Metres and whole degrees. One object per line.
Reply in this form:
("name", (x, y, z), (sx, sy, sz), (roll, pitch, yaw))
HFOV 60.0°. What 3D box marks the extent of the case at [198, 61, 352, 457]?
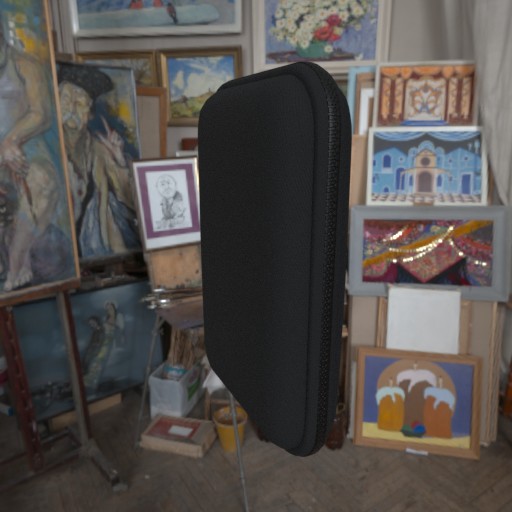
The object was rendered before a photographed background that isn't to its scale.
("case", (0.000, 0.000, 0.193), (0.030, 0.147, 0.107), (-7, 17, -26))
